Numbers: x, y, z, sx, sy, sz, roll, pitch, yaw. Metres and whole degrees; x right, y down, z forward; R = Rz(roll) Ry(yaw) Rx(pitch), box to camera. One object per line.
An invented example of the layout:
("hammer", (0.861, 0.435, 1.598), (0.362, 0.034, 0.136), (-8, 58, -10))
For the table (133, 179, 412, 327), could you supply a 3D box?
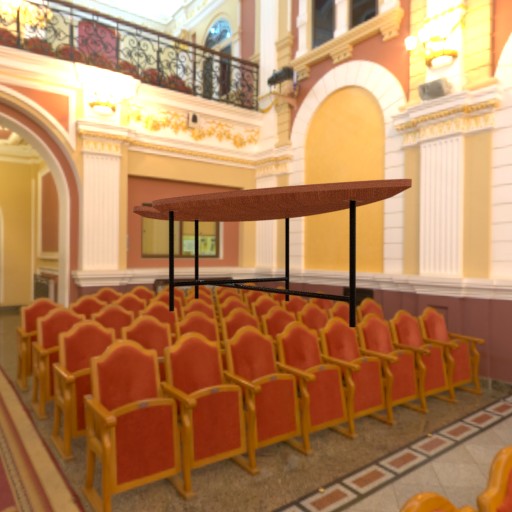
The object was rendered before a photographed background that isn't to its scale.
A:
("table", (0.000, 0.000, 1.491), (0.598, 0.360, 1.199), (0, 1, -36))
